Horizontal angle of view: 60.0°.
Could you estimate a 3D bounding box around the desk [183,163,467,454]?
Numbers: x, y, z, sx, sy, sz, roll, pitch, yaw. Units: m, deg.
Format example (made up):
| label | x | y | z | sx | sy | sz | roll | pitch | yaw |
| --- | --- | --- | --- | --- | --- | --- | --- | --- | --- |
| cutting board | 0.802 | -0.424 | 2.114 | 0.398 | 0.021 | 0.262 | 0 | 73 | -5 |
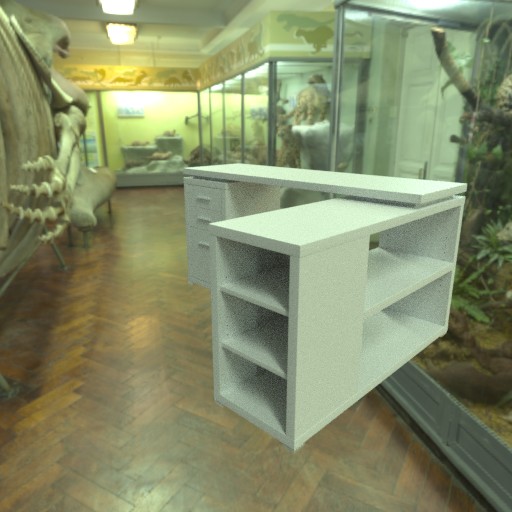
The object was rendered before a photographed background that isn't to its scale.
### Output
| label | x | y | z | sx | sy | sz | roll | pitch | yaw |
| --- | --- | --- | --- | --- | --- | --- | --- | --- | --- |
| desk | 0.000 | 0.000 | 2.231 | 1.524 | 0.753 | 1.200 | 16 | 23 | 42 |
